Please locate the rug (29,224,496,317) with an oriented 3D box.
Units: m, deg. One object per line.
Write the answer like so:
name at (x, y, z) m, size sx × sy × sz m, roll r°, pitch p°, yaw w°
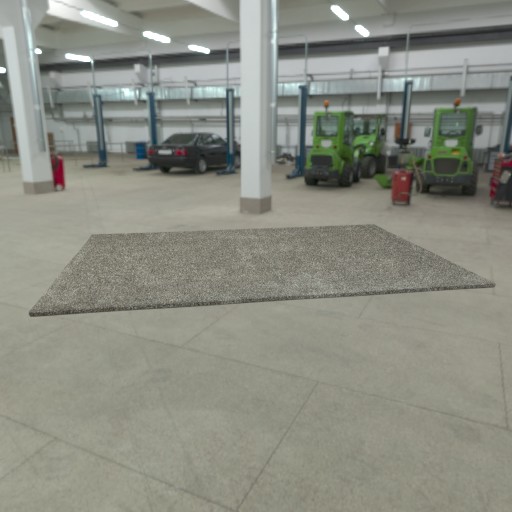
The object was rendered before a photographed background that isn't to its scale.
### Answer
rug at (0.000, 0.000, 3.364) m, size 2.699 × 0.026 × 1.802 m, roll -3°, pitch 16°, yaw -9°
